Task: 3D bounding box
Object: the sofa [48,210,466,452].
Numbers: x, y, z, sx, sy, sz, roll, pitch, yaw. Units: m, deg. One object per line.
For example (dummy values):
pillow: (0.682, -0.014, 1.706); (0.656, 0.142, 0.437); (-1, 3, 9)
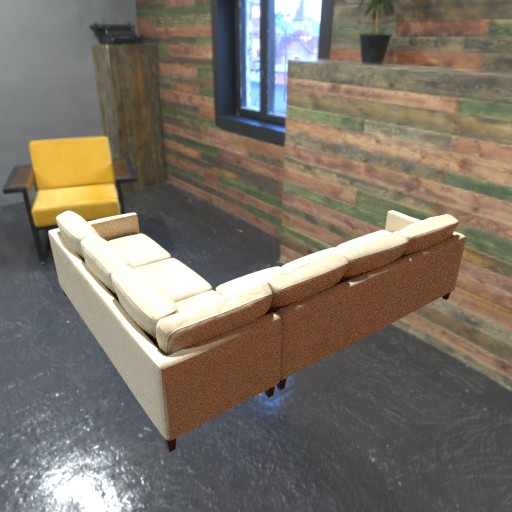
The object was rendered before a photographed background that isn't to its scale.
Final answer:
sofa: (0.000, 0.000, 4.454); (3.302, 0.947, 2.593); (-18, 32, -32)
